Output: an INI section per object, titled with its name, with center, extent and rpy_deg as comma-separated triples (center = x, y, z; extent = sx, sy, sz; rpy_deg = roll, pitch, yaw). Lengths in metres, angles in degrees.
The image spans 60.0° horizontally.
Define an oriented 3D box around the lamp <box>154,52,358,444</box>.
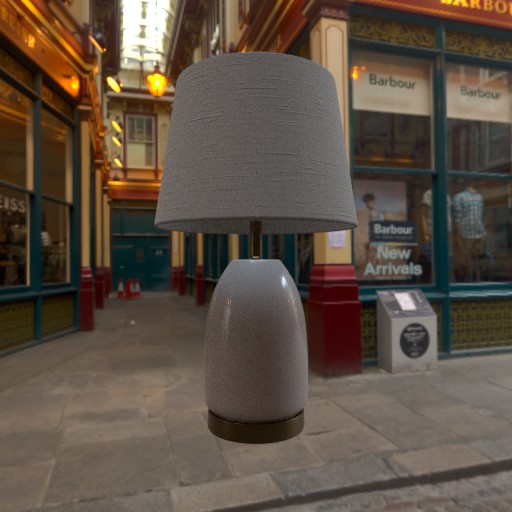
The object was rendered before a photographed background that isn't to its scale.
[lamp]
center = 0.000, 0.000, 0.637
extent = 0.285, 0.483, 0.285
rpy_deg = 0, -1, 0
